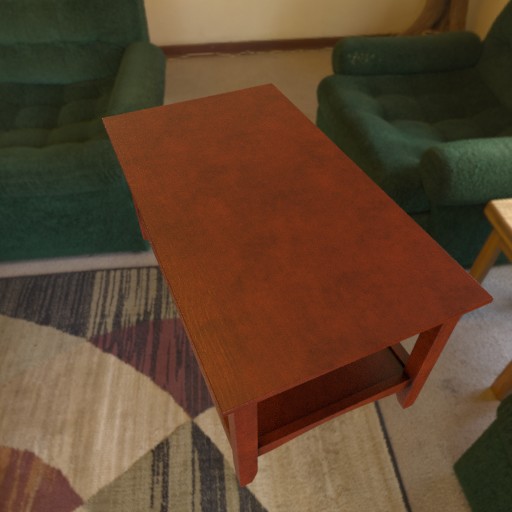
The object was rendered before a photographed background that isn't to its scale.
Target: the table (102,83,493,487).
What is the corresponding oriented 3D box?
[{"bbox_3d":[0.000,0.000,1.194,0.533,0.456,0.943,-18,49,-16],"label":"table"}]
